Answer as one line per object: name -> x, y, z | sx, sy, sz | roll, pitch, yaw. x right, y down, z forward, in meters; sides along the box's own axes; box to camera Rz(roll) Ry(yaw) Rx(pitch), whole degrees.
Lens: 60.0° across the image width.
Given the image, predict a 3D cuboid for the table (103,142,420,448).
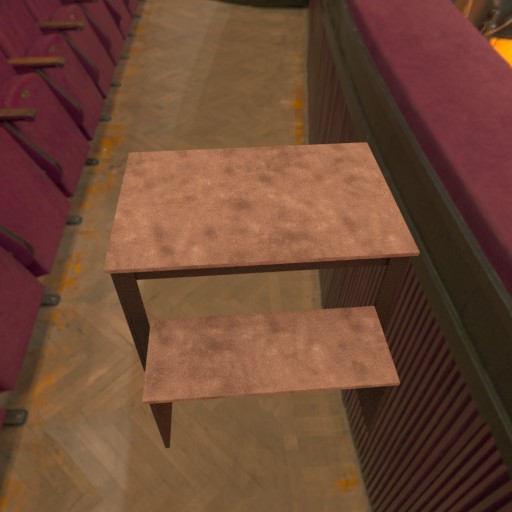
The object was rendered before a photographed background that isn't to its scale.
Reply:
table -> 0.000, 0.000, 2.040 | 1.100, 0.700, 1.443 | -3, 46, -3
